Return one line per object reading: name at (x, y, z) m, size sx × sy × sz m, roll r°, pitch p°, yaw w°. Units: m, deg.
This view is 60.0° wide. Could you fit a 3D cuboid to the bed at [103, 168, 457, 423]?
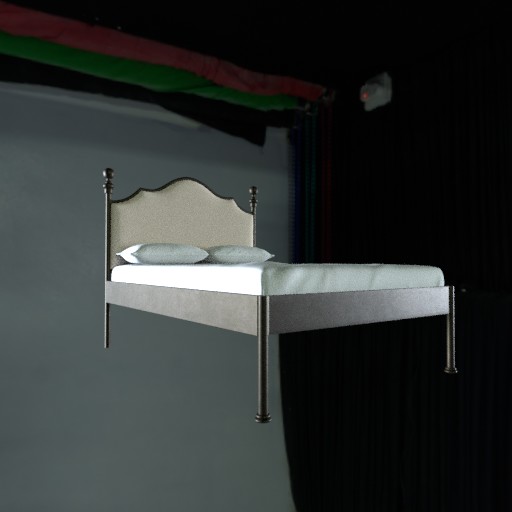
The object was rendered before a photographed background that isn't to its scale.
bed at (0.000, 0.000, 3.171) m, size 1.533 × 1.462 × 2.170 m, roll 1°, pitch -1°, yaw -36°
